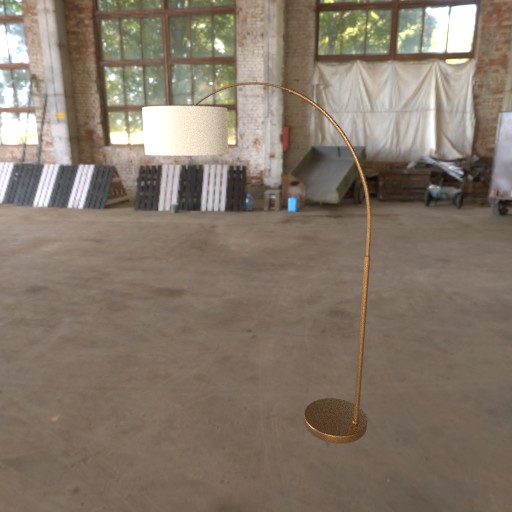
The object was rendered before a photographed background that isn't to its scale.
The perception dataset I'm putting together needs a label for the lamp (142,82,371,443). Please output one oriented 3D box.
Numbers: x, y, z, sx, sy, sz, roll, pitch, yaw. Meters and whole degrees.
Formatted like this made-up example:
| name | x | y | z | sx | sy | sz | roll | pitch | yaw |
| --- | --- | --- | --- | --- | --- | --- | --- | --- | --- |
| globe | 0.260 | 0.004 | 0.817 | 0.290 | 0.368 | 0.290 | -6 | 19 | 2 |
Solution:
| name | x | y | z | sx | sy | sz | roll | pitch | yaw |
| --- | --- | --- | --- | --- | --- | --- | --- | --- | --- |
| lamp | 0.000 | 0.000 | 2.623 | 1.434 | 1.927 | 0.493 | 8 | 17 | 27 |
